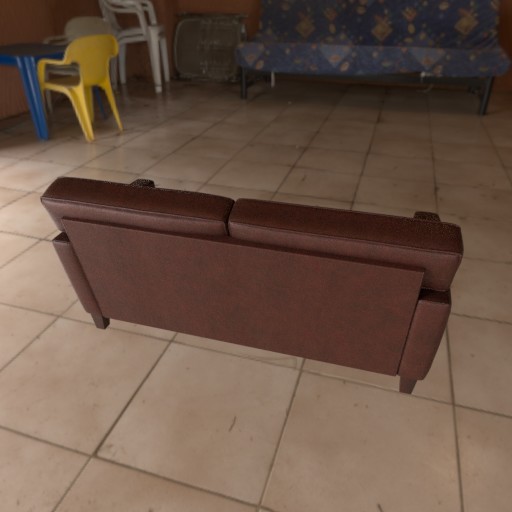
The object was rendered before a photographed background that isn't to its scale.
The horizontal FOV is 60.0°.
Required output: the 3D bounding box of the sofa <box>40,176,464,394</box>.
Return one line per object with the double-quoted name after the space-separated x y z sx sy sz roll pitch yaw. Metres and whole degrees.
0.000 0.000 2.344 1.876 0.928 0.912 9 32 14 "sofa"
